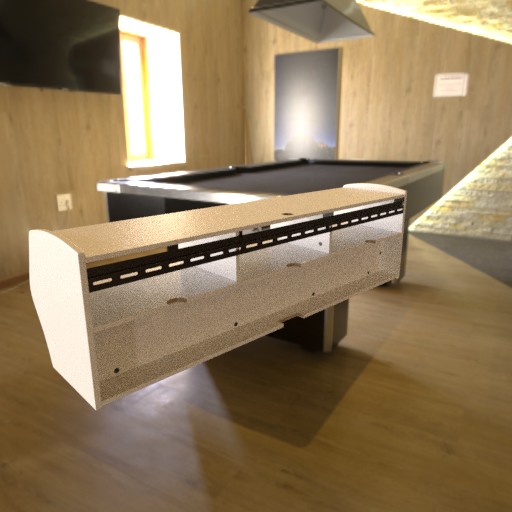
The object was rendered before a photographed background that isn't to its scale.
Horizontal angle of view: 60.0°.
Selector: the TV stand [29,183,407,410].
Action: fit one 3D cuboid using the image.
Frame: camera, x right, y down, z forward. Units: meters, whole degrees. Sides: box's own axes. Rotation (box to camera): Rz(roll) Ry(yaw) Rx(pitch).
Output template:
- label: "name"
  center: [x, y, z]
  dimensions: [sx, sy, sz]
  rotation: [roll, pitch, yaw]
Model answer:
- label: "TV stand"
  center: [0.000, 0.000, 1.667]
  dimensions: [1.473, 0.424, 0.397]
  rotation: [-15, 22, -41]
